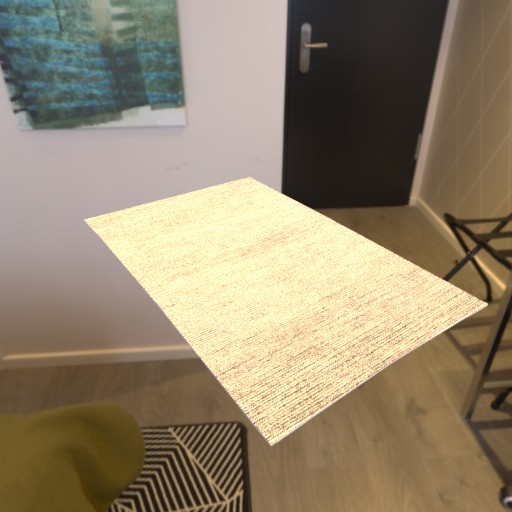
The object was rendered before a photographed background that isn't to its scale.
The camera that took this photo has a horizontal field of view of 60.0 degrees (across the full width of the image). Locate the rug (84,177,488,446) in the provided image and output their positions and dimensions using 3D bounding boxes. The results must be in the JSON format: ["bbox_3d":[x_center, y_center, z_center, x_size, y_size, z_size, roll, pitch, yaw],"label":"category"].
[{"bbox_3d":[0.000,0.000,2.185,1.149,0.021,1.773,-20,37,-29],"label":"rug"}]
